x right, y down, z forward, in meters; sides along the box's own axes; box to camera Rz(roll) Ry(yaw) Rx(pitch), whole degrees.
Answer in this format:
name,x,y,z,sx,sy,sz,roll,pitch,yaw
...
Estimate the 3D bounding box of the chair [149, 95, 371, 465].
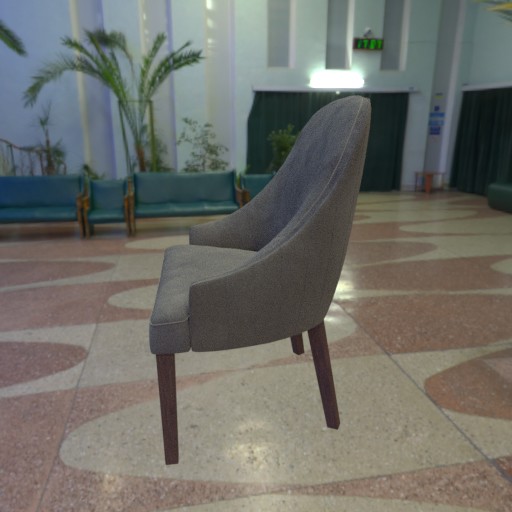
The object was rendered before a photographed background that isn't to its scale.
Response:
name,x,y,z,sx,sy,sz,roll,pitch,yaw
chair,0.000,0.000,1.301,0.575,0.889,0.643,-2,16,-8
